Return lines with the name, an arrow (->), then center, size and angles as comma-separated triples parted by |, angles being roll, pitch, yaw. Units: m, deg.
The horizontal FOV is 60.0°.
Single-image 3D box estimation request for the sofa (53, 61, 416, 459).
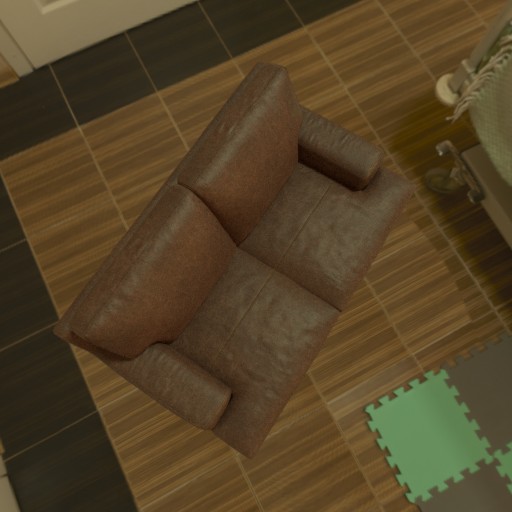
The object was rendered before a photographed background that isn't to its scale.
sofa -> 0.000, 0.000, 2.473 | 1.143, 0.939, 1.880 | 32, 77, 8
